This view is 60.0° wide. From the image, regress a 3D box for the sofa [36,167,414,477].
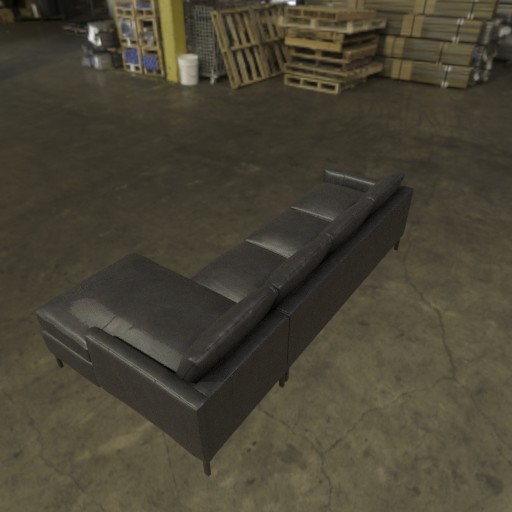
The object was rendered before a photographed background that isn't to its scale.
[{"bbox_3d":[0.000,0.000,3.572,1.471,0.859,2.993,22,40,29],"label":"sofa"}]
